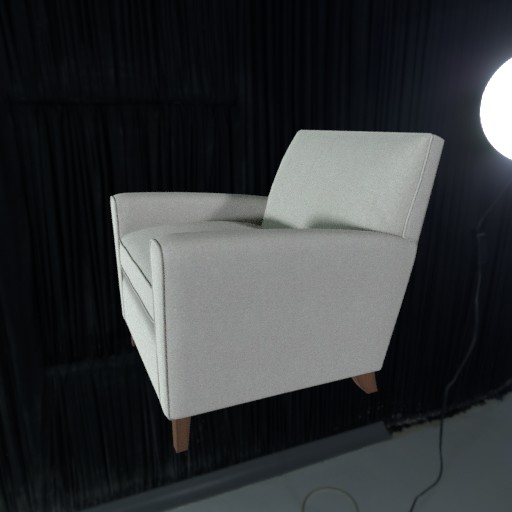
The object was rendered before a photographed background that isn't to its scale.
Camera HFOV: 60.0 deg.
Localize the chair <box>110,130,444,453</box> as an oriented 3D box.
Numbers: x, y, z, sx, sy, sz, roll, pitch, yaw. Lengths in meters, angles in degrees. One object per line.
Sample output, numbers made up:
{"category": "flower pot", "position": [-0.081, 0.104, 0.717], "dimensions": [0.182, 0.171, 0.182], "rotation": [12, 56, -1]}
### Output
{"category": "chair", "position": [0.000, 0.000, 1.572], "dimensions": [0.871, 0.846, 0.840], "rotation": [-8, 18, -24]}
